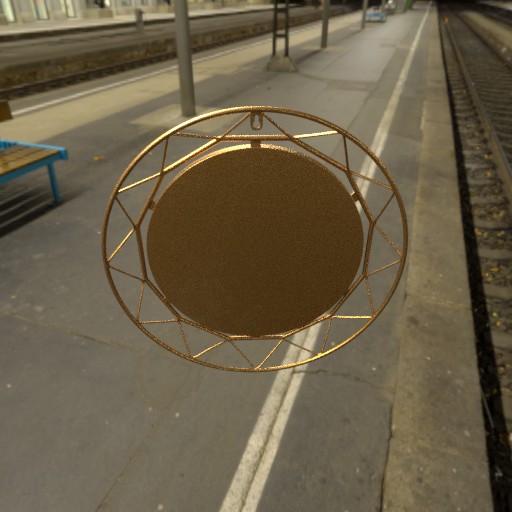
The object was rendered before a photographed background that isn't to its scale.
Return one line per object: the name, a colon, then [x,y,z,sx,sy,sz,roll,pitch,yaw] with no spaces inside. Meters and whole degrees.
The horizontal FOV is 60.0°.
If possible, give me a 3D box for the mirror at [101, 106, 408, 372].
mirror: [0.000,0.000,0.681,0.454,0.454,0.043,-1,31,-2]
